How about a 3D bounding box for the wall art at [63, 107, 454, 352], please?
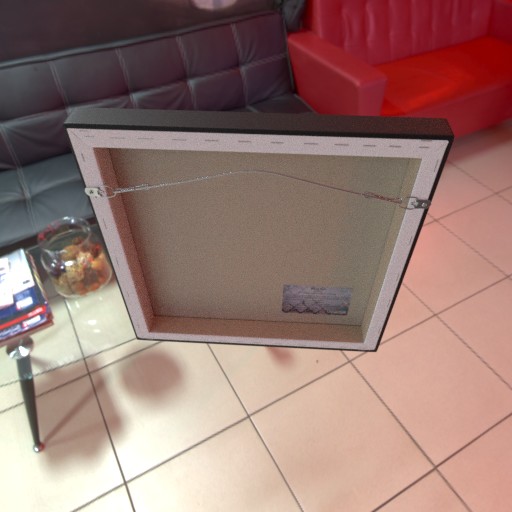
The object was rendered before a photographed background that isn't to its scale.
[{"bbox_3d":[0.000,0.000,0.612,0.406,0.407,0.041,2,46,2],"label":"wall art"}]
